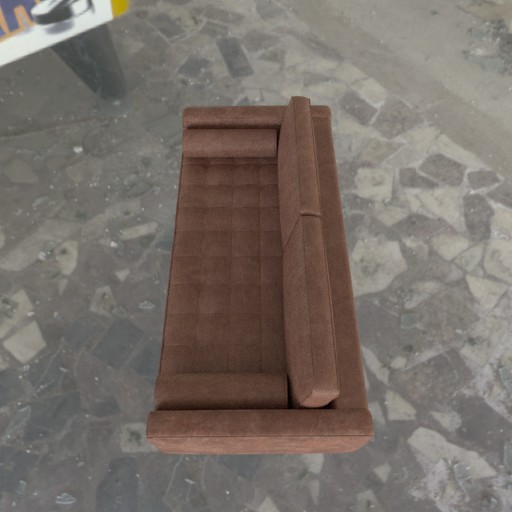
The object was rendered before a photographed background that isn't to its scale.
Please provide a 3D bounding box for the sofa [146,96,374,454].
[{"bbox_3d":[0.000,0.000,2.319,0.910,0.760,1.870,0,59,0],"label":"sofa"}]
